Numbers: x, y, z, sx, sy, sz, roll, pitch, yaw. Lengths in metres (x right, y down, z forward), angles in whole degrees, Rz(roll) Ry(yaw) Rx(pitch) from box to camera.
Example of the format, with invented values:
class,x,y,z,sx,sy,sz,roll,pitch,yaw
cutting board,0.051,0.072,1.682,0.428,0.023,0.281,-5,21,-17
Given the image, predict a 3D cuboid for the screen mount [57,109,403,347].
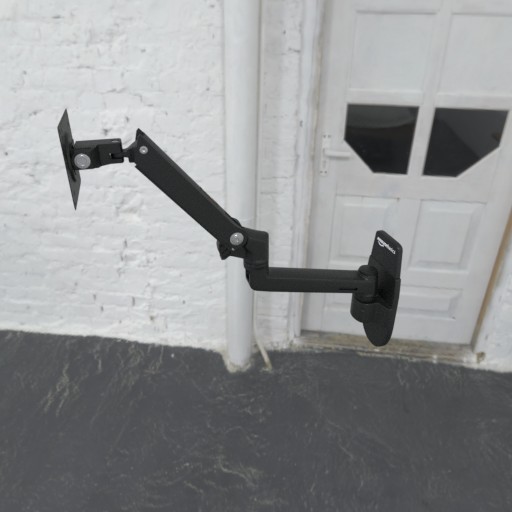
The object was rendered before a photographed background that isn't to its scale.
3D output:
class,x,y,z,sx,sy,sz,roll,pitch,yaw
screen mount,0.000,0.000,0.716,0.495,0.466,0.115,-8,30,-14
